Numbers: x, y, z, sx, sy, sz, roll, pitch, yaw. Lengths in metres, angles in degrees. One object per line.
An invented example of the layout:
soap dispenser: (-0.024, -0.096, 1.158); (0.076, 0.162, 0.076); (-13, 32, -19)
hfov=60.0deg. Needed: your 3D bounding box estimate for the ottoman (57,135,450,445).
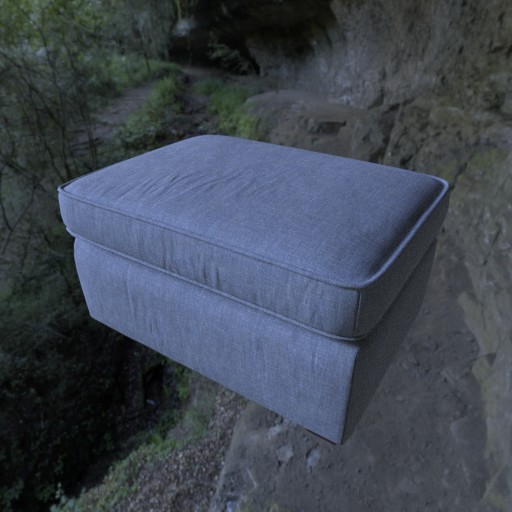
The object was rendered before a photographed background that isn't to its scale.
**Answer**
ottoman: (0.000, 0.000, 1.095); (0.762, 0.457, 0.559); (18, 35, 28)
